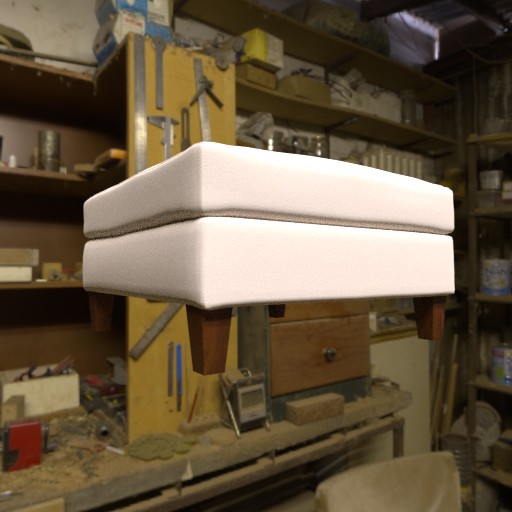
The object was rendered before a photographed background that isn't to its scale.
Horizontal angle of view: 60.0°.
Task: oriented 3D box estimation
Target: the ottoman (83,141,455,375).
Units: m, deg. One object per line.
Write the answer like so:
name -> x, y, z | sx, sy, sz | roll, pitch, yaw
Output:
ottoman -> 0.000, 0.000, 1.360 | 0.838, 0.479, 0.838 | 1, -2, -35
